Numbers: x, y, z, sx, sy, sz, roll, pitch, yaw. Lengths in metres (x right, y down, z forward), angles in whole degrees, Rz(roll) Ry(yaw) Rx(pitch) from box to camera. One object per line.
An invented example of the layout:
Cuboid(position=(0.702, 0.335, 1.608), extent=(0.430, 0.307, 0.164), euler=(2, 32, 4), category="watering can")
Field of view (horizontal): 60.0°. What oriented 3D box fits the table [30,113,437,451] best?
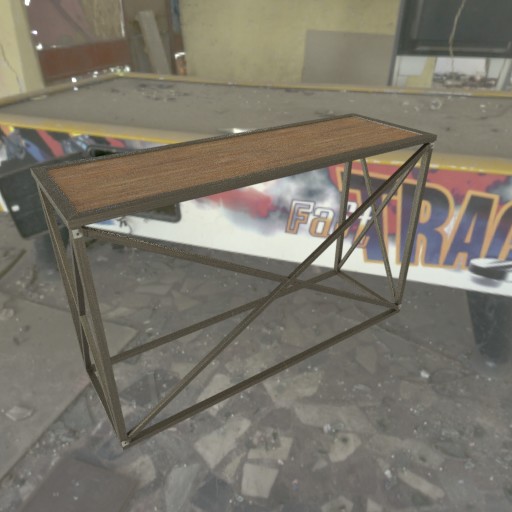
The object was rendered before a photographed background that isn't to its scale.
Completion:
Cuboid(position=(0.000, 0.000, 1.546), extent=(1.216, 0.753, 0.402), euler=(-19, 35, -29), category="table")
